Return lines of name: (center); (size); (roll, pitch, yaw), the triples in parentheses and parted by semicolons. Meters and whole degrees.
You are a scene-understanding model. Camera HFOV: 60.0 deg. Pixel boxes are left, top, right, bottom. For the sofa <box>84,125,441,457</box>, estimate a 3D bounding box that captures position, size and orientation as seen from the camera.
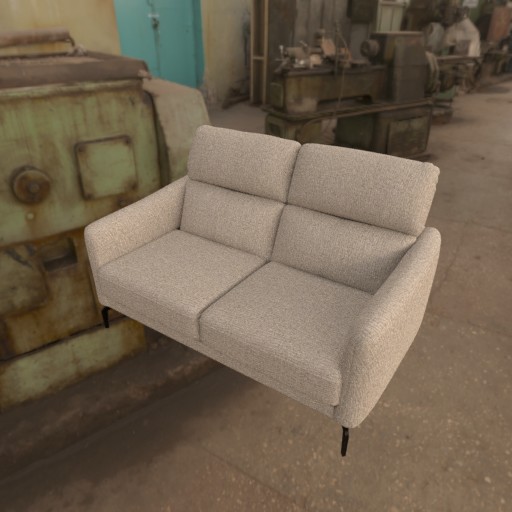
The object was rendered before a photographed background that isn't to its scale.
sofa: (0.000, 0.000, 2.140); (1.540, 0.950, 0.905); (18, 34, 30)
